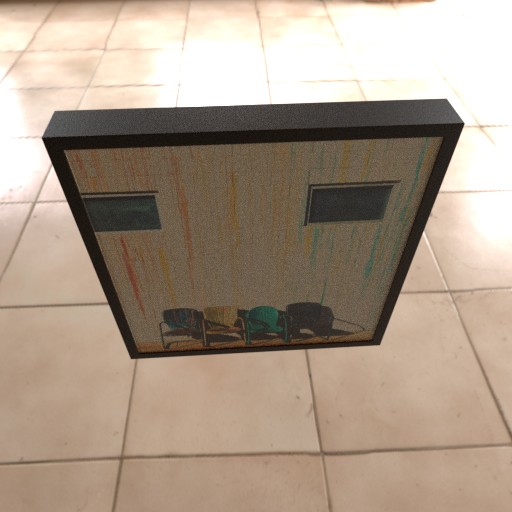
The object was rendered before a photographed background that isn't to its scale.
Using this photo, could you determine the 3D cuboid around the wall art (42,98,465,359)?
[{"bbox_3d":[0.000,0.000,0.440,0.304,0.304,0.038,-3,47,-2],"label":"wall art"}]
